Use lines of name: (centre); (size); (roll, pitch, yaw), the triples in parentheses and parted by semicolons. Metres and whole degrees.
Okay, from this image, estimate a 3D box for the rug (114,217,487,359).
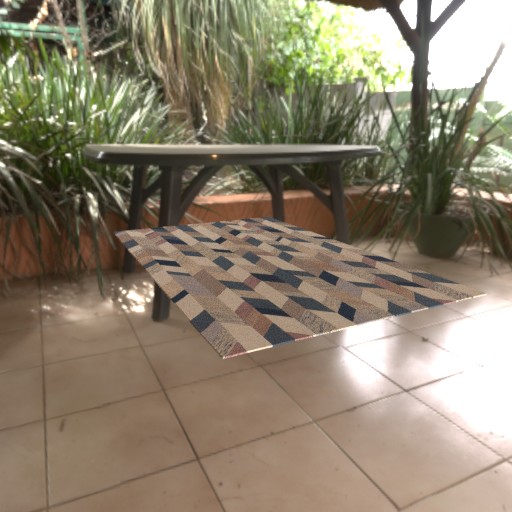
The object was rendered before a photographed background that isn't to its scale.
rug: (0.000, 0.000, 3.044); (1.513, 0.008, 2.423); (-8, 18, -26)
